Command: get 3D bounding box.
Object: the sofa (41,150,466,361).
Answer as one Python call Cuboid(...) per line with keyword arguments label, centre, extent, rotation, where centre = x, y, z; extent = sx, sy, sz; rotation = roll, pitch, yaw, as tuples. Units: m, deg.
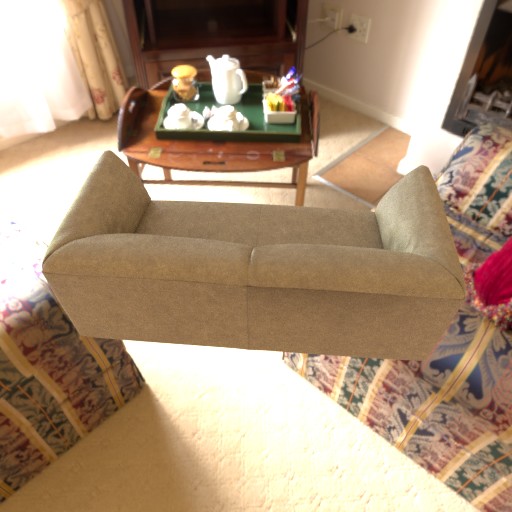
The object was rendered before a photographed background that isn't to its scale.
Cuboid(label="sofa", centre=(0.000, 0.000, 2.417), extent=(1.878, 0.747, 0.905), rotation=(3, 47, 3))
